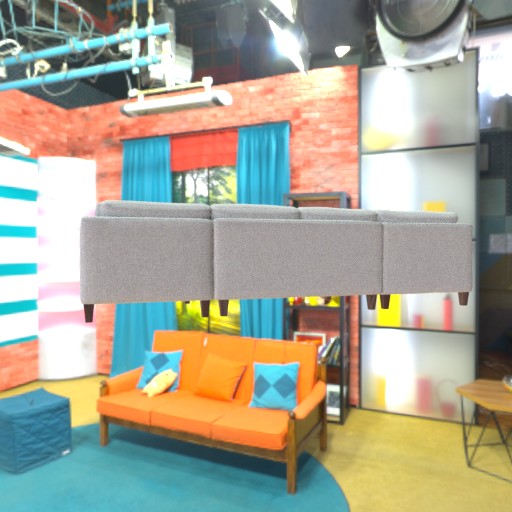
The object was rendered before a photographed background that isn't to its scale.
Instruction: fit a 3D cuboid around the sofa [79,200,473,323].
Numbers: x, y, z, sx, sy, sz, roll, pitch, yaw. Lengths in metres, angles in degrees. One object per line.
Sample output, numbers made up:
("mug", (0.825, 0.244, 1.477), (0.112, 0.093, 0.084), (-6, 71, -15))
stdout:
("sofa", (0.000, 0.000, 4.582), (3.238, 0.853, 2.551), (0, 1, -17))
